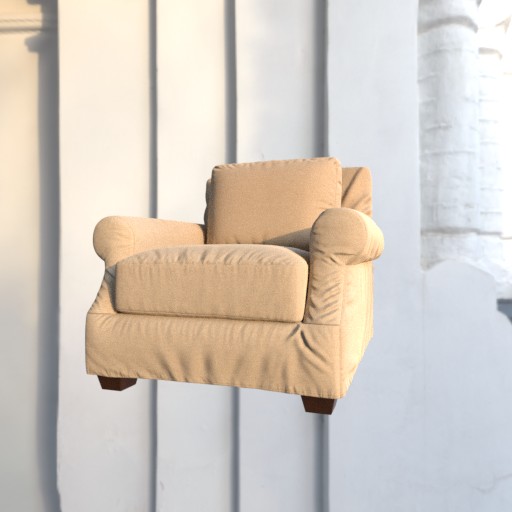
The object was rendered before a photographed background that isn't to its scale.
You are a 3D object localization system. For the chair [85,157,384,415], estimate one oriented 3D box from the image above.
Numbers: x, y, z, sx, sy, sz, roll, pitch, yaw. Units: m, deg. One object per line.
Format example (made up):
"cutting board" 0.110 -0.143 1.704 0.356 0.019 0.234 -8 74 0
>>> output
"chair" 0.000 0.000 1.753 0.940 0.866 1.066 0 0 19
